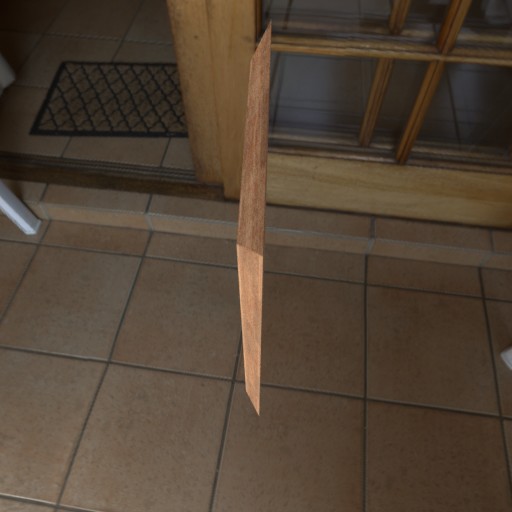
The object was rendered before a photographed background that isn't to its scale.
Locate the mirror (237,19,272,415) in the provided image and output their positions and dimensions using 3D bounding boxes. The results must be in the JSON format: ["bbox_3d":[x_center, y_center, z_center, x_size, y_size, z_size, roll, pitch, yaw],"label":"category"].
[{"bbox_3d":[0.000,0.000,1.269,0.047,1.010,0.651,2,57,1],"label":"mirror"}]
